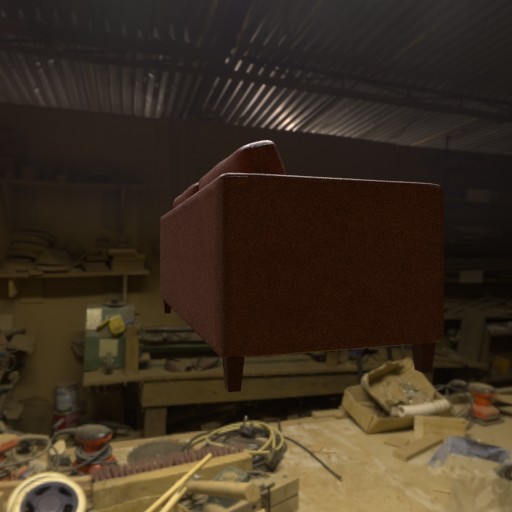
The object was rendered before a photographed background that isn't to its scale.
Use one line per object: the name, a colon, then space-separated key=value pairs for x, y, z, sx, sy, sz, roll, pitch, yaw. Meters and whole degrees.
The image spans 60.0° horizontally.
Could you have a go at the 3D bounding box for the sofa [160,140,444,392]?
sofa: x=0.000 y=0.000 z=2.676 sx=0.950 sy=0.932 sz=2.204 roll=0 pitch=1 yaw=-18
